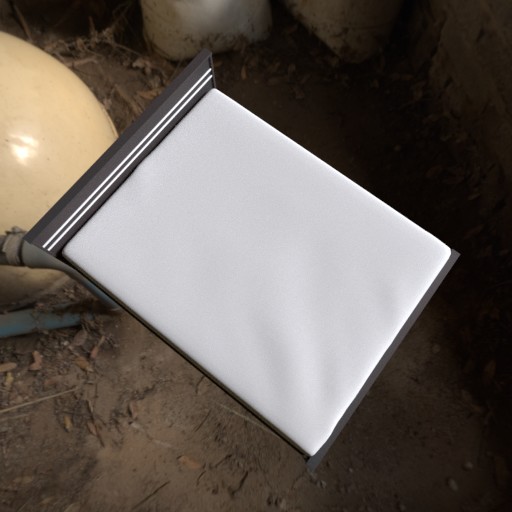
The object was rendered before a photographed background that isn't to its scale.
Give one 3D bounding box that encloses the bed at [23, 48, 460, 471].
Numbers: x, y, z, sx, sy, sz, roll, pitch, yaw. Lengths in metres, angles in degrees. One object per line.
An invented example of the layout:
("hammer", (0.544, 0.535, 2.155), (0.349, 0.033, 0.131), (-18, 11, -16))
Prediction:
("bed", (0.000, 0.000, 2.917), (2.103, 0.808, 1.634), (37, 78, 9))
